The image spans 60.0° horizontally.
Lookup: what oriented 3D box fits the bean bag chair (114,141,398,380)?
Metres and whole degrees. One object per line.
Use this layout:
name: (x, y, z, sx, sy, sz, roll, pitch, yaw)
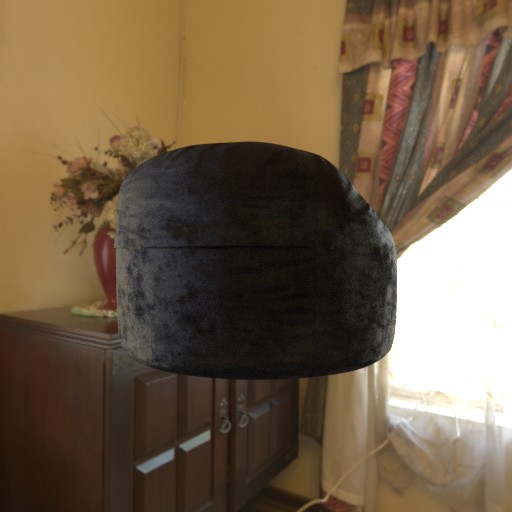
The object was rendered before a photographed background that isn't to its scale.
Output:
bean bag chair: (0.000, 0.000, 1.500, 0.918, 0.616, 0.918, 0, 0, 0)
